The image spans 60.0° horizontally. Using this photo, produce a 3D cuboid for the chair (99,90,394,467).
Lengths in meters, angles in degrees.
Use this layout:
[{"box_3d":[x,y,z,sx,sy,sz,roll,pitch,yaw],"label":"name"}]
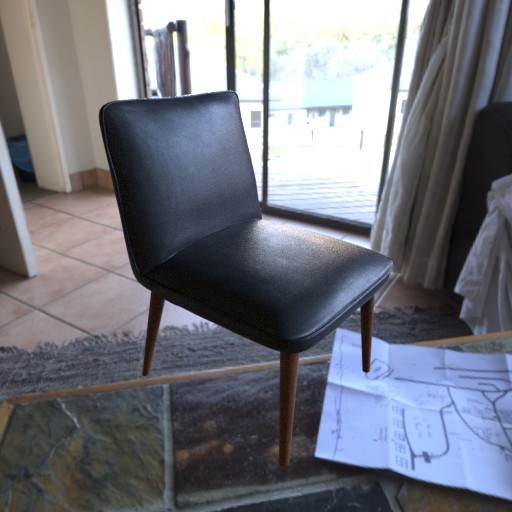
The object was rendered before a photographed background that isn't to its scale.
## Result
[{"box_3d":[0.000,0.000,1.209,0.645,0.801,0.543,16,29,31],"label":"chair"}]
